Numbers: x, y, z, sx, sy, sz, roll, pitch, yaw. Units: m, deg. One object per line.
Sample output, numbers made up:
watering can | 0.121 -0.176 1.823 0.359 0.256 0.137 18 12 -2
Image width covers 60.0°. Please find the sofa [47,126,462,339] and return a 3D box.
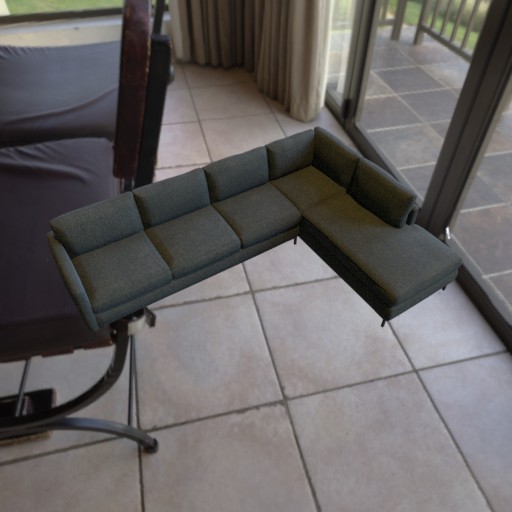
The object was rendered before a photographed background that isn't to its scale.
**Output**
sofa | 0.000 0.000 3.789 2.949 0.815 2.007 -24 51 -22
